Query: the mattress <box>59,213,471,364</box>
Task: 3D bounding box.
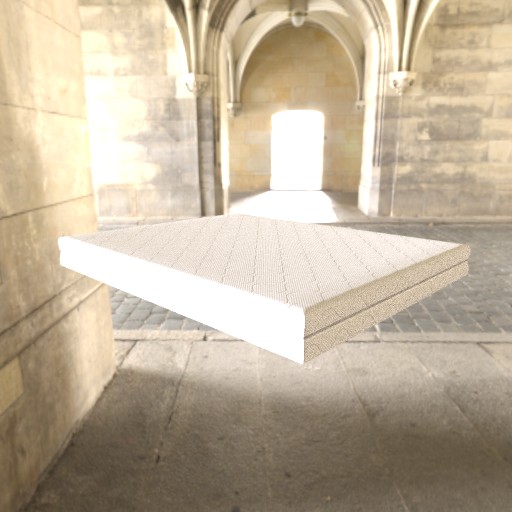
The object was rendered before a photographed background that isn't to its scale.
[{"bbox_3d":[0.000,0.000,2.753,2.000,0.200,1.600,13,18,42],"label":"mattress"}]
